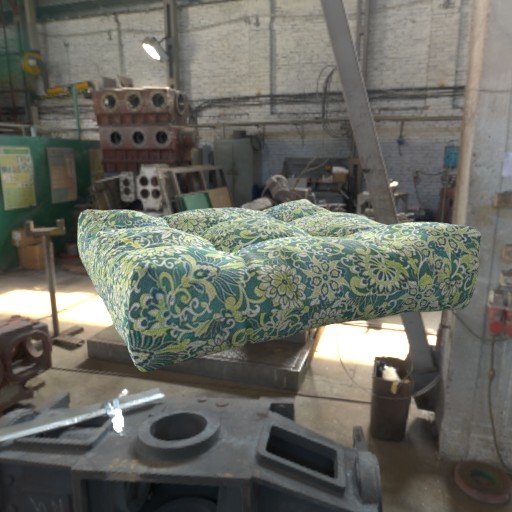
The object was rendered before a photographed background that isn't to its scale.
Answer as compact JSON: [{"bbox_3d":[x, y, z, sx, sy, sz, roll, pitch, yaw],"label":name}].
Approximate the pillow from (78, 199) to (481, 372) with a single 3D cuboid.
[{"bbox_3d":[0.000,0.000,0.701,0.490,0.128,0.468,-7,15,-26],"label":"pillow"}]
